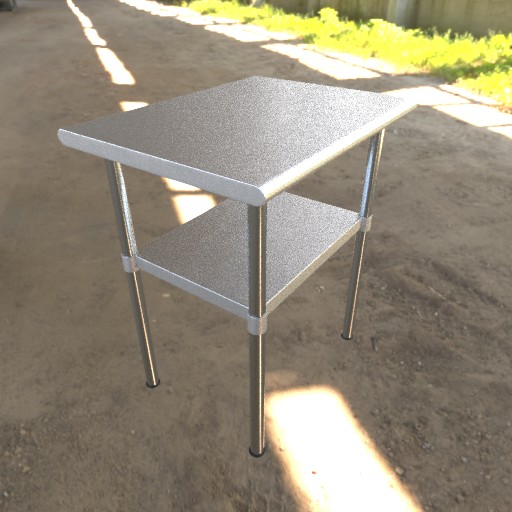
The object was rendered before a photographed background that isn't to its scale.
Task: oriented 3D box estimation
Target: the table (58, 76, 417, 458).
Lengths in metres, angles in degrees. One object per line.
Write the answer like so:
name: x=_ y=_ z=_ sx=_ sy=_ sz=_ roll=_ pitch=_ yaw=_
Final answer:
table: x=0.000 y=0.000 z=1.370 sx=0.584 sy=0.876 sz=0.762 roll=21 pitch=38 yaw=29
